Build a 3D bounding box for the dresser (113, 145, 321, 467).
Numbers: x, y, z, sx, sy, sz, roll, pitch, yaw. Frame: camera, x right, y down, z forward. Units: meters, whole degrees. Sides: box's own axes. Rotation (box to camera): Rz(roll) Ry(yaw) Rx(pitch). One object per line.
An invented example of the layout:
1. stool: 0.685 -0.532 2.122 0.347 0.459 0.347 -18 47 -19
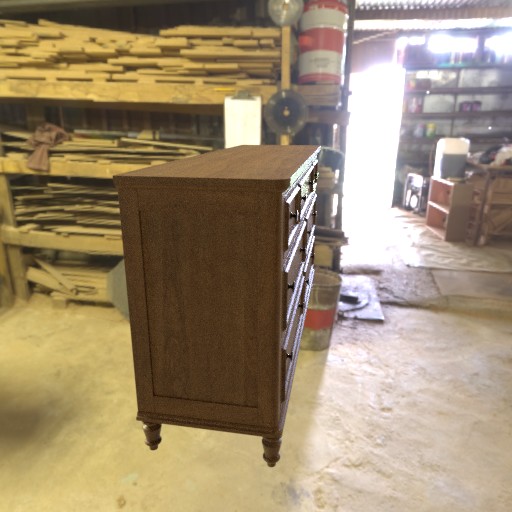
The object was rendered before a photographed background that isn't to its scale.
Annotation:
1. dresser: 0.000 0.000 2.000 0.468 0.892 1.583 3 17 10
